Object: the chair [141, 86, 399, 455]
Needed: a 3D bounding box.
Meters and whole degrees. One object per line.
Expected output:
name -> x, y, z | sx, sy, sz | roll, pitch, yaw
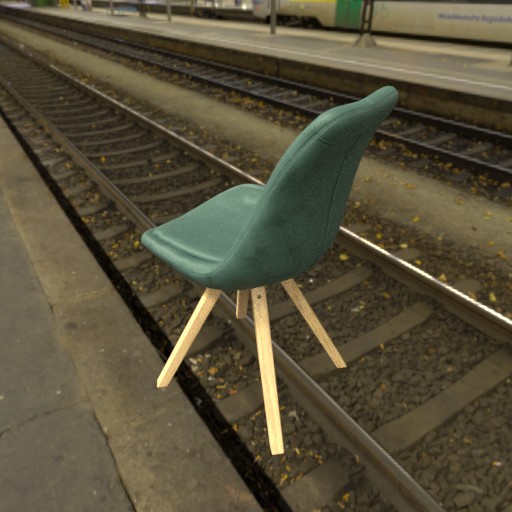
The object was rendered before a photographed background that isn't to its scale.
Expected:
chair -> 0.000, 0.000, 1.168 | 0.547, 0.865, 0.483 | 20, 36, 30
